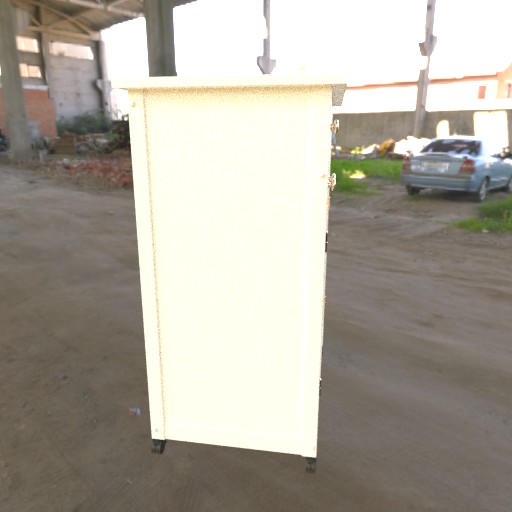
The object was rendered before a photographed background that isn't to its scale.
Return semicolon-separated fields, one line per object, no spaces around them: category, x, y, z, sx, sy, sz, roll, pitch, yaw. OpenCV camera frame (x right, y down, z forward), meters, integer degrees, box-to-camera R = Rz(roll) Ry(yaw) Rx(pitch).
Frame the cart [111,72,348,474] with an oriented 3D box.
cart;0.000;0.000;1.244;0.442;0.864;0.683;3;15;9
